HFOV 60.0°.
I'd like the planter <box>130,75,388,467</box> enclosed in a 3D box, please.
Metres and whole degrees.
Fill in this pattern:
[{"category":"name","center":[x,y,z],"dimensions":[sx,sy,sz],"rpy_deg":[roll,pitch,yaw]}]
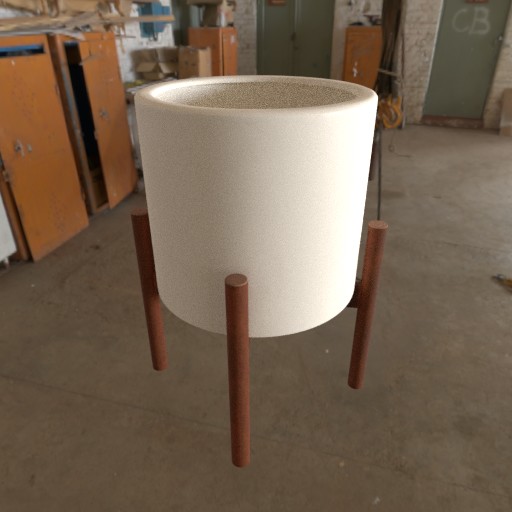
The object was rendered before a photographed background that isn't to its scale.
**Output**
[{"category":"planter","center":[0.000,0.000,0.502],"dimensions":[0.224,0.358,0.224],"rpy_deg":[-20,34,-32]}]
